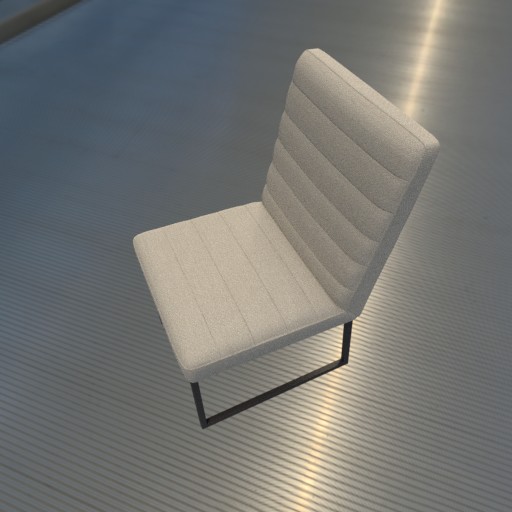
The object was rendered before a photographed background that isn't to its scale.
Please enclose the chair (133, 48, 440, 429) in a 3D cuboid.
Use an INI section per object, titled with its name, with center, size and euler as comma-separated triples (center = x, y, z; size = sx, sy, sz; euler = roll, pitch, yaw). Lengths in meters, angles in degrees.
[chair]
center = 0.000, 0.000, 1.307
size = 0.634, 0.930, 0.520
euler = -19, 51, -16
